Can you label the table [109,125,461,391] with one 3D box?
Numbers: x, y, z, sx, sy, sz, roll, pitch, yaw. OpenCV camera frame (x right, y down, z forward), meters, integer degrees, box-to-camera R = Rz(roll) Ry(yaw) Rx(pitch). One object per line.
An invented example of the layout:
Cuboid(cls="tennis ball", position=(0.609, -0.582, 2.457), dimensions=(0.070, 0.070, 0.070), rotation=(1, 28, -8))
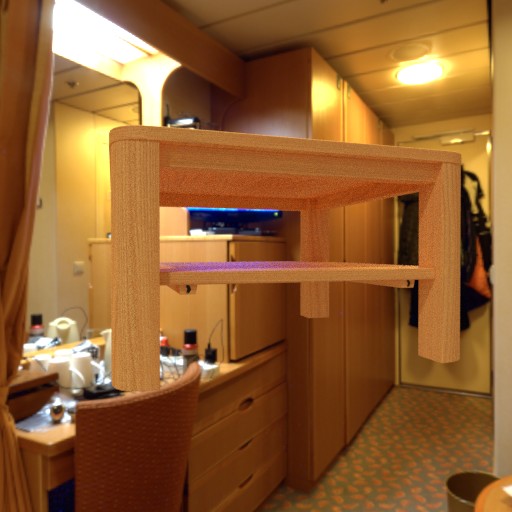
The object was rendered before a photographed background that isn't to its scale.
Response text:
Cuboid(cls="table", position=(0.000, 0.000, 1.200), dimensions=(0.750, 0.450, 0.750), rotation=(0, 1, -18))
